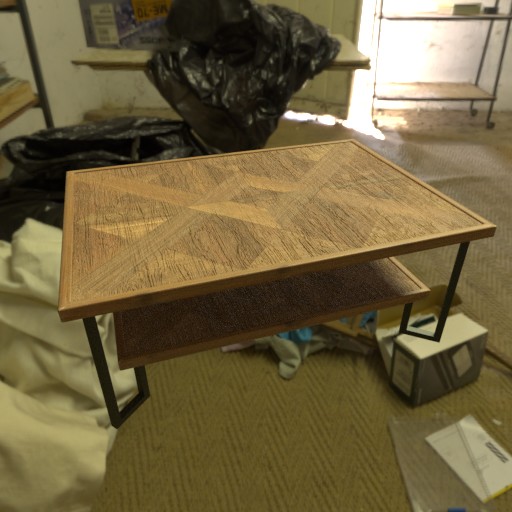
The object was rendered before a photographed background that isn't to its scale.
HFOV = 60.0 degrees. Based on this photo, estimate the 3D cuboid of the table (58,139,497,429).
[{"bbox_3d":[0.000,0.000,1.645,1.238,0.492,0.877,-10,34,-16],"label":"table"}]
